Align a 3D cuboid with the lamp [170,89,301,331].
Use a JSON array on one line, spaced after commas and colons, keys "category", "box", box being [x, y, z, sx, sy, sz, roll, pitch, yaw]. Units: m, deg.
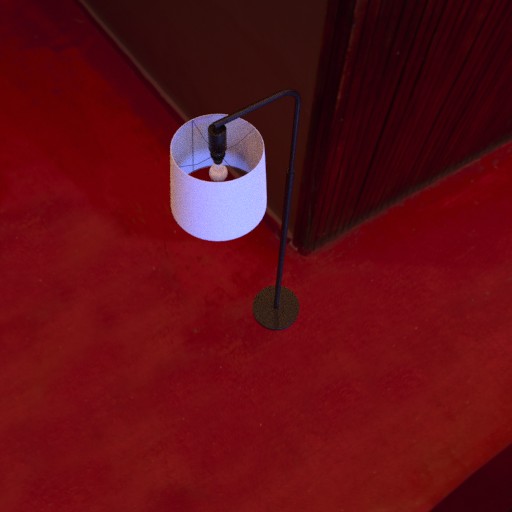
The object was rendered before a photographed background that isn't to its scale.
[{"category": "lamp", "box": [0.000, 0.000, 1.638, 0.508, 1.478, 0.254, -34, 67, -16]}]
